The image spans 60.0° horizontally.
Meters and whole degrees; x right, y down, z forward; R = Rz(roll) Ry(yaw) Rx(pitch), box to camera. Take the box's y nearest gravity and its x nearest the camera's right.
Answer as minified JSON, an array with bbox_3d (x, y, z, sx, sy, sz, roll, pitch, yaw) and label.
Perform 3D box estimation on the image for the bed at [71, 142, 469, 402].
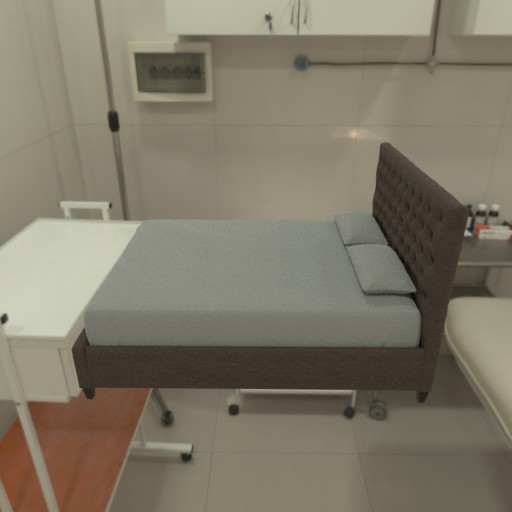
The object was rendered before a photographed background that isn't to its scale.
[{"bbox_3d":[0.000,0.000,3.469,2.387,1.427,1.698,0,26,1],"label":"bed"}]
